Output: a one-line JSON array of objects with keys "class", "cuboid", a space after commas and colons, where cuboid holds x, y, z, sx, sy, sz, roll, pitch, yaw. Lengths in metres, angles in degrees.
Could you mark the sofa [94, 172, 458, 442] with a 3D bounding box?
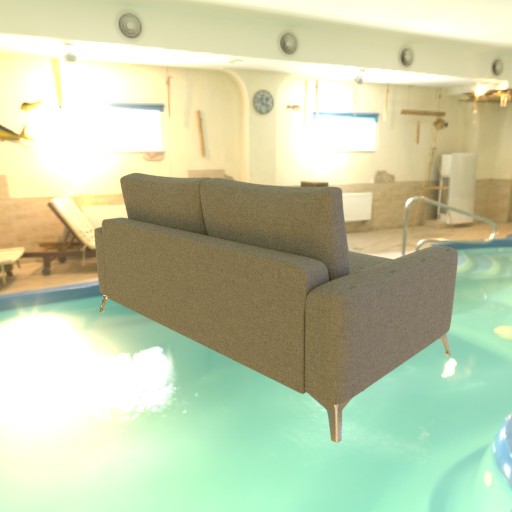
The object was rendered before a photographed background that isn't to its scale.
[{"class": "sofa", "cuboid": [0.000, 0.000, 2.182, 0.920, 0.790, 1.650, -13, 19, -43]}]
